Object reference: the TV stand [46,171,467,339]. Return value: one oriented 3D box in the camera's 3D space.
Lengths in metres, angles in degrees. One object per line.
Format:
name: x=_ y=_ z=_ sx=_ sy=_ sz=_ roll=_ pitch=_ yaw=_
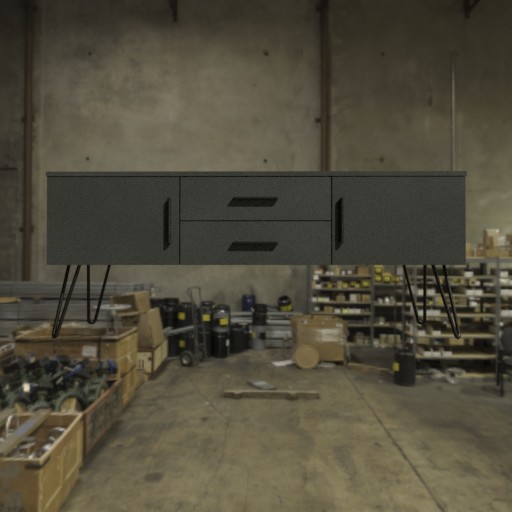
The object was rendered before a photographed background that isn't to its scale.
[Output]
TV stand: x=0.000 y=0.000 z=1.656 sx=1.400 sy=0.560 sz=0.400 roll=0 pitch=-1 yaw=0
